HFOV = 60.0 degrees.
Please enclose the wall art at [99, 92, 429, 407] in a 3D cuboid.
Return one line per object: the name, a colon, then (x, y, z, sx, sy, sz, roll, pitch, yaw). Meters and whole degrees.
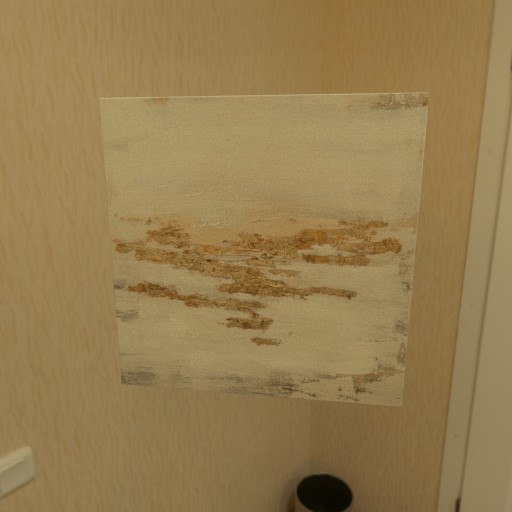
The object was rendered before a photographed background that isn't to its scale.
wall art: (0.000, 0.000, 1.108, 0.753, 0.755, 0.038, 2, 14, 8)
